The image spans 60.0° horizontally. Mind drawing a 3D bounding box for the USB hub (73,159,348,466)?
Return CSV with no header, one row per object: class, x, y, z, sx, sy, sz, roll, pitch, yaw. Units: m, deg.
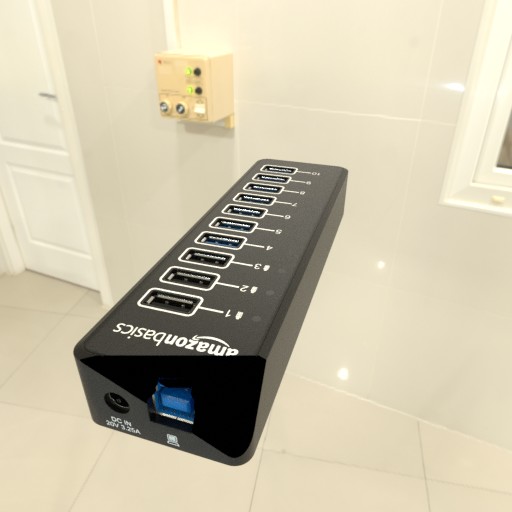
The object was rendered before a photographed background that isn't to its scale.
USB hub,0.000,0.000,0.159,0.044,0.023,0.145,10,32,16
